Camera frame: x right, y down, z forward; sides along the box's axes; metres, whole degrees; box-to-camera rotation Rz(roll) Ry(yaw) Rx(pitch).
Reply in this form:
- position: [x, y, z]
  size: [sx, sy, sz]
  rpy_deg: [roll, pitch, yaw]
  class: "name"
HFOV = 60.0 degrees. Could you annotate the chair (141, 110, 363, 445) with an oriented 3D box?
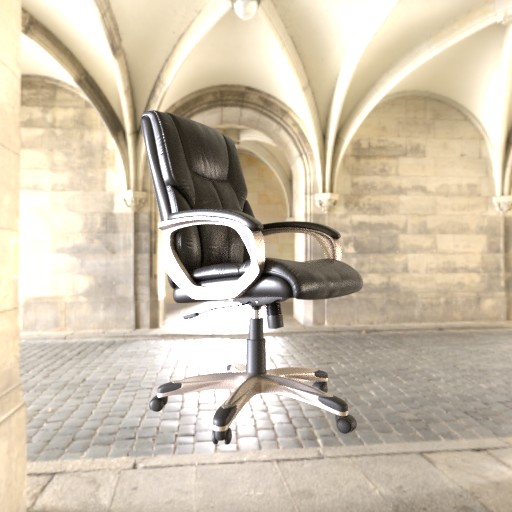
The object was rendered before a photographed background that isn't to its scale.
- position: [0.000, 0.000, 1.657]
  size: [0.780, 1.145, 0.700]
  rpy_deg: [-1, -1, 36]
  class: "chair"
